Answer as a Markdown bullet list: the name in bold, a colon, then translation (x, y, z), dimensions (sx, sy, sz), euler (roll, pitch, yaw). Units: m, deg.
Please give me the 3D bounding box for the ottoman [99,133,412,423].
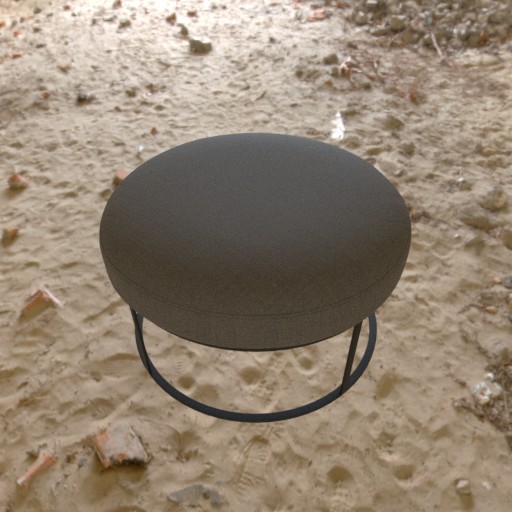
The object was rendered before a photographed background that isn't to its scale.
- **ottoman**: translation (0.000, 0.000, 1.222), dimensions (0.772, 0.460, 0.772), euler (0, 40, 0)
